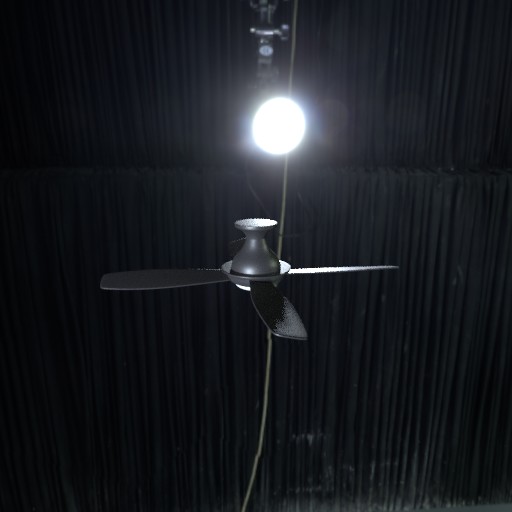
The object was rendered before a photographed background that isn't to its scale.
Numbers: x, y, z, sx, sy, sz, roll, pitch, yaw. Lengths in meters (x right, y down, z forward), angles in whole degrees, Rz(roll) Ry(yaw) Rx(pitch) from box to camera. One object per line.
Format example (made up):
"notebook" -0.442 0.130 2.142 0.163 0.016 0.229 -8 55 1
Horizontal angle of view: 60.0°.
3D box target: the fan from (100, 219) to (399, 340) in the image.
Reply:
"fan" 0.000 0.000 2.498 1.694 0.382 1.694 -2 15 -9
